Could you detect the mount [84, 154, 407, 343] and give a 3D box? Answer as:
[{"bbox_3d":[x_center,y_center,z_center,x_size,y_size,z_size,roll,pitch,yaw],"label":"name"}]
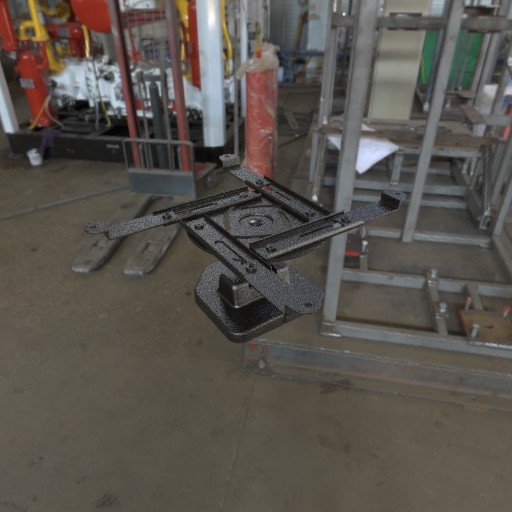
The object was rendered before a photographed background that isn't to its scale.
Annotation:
[{"bbox_3d":[0.000,0.000,0.604,0.394,0.141,0.394,-20,38,-28],"label":"mount"}]
